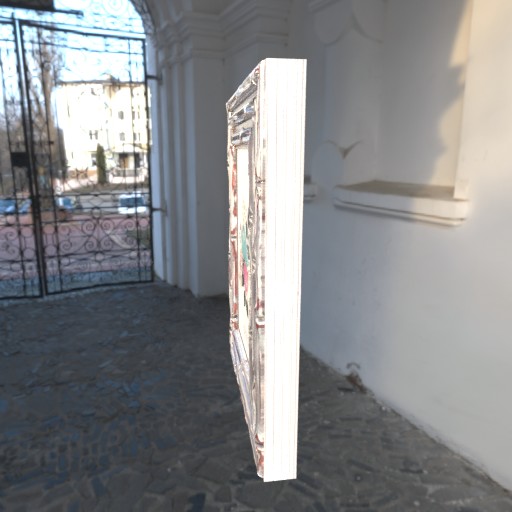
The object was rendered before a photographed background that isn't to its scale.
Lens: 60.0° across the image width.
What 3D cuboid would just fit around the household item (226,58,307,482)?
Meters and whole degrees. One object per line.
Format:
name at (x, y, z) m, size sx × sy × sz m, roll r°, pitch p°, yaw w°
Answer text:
household item at (0.000, 0.000, 0.298) m, size 0.025 × 0.216 × 0.165 m, roll -2°, pitch 13°, yaw -8°
